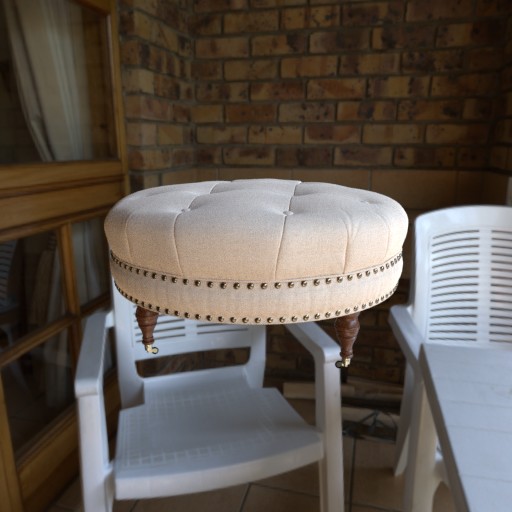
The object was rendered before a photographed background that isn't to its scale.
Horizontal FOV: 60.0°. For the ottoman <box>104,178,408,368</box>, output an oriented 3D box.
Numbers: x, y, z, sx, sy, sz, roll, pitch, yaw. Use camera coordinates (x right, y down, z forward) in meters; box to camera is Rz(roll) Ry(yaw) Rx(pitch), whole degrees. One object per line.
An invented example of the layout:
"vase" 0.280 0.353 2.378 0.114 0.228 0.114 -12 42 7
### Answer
"ottoman" 0.000 0.000 1.462 0.940 0.483 0.940 0 15 0
